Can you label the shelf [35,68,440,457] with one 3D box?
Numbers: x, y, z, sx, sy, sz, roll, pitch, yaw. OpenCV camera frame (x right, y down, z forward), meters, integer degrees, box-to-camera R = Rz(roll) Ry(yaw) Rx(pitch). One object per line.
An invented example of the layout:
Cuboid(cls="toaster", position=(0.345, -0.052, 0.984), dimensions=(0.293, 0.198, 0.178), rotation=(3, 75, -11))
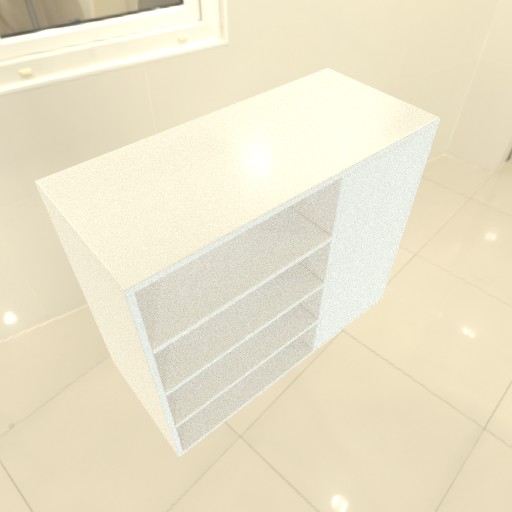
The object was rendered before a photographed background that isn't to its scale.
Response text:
Cuboid(cls="shelf", position=(0.000, 0.000, 1.295), dimensions=(0.895, 0.732, 0.396), rotation=(-31, 53, -27))
